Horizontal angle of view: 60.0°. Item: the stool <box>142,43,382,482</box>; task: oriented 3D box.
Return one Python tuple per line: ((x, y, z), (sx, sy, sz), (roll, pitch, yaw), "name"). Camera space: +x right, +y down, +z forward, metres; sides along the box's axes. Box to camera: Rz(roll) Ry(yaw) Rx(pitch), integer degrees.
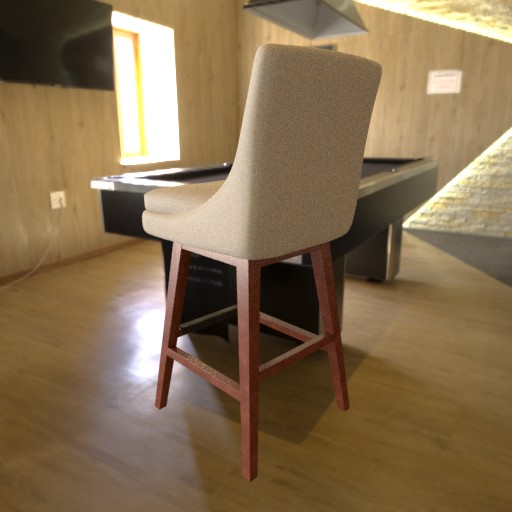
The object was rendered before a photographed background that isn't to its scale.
((0.000, 0.000, 1.350), (0.470, 1.092, 0.559), (-16, 23, -42), "stool")
